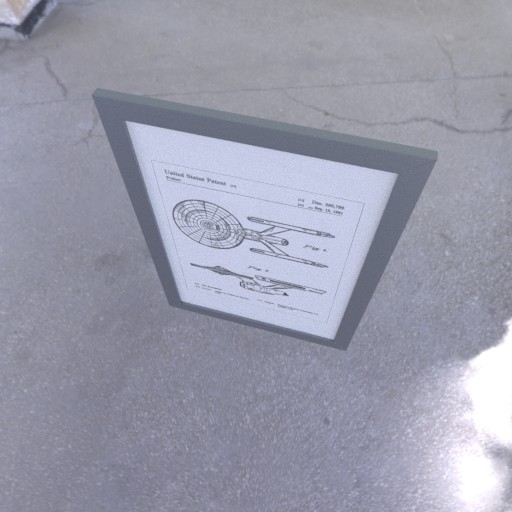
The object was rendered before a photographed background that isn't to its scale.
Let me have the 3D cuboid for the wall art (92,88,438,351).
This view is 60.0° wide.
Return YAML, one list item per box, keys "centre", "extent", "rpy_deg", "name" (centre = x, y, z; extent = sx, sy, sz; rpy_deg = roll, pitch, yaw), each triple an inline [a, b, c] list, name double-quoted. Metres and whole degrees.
- centre: [0.000, 0.000, 0.692]
  extent: [0.376, 0.529, 0.013]
  rpy_deg: [13, 58, 8]
  name: "wall art"
